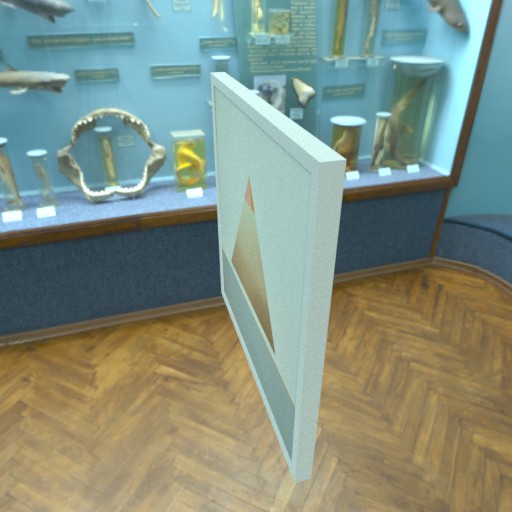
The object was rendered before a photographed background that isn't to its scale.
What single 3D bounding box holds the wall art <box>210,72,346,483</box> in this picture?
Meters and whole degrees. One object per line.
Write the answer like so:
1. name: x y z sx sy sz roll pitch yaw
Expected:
1. wall art: 0.000 0.000 1.136 0.041 0.765 0.768 -9 33 -14
